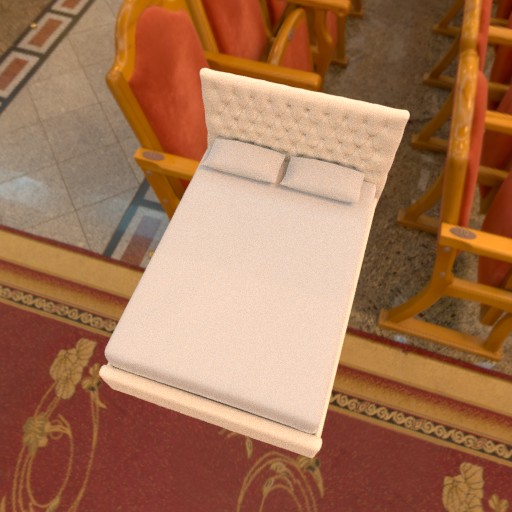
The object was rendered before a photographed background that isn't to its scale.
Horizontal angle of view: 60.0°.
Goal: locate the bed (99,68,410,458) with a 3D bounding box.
[{"bbox_3d":[0.000,0.000,3.487,1.698,1.427,2.387,16,60,9],"label":"bed"}]
